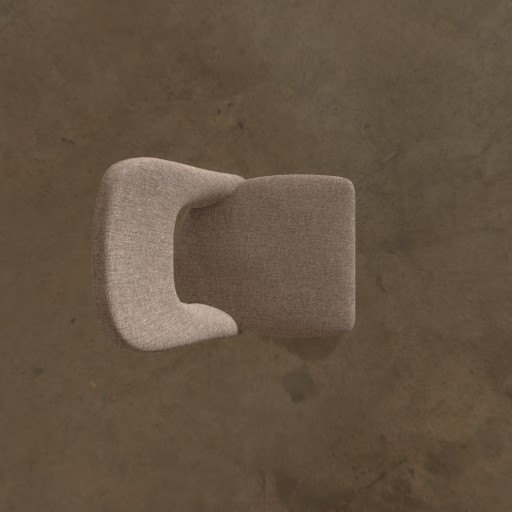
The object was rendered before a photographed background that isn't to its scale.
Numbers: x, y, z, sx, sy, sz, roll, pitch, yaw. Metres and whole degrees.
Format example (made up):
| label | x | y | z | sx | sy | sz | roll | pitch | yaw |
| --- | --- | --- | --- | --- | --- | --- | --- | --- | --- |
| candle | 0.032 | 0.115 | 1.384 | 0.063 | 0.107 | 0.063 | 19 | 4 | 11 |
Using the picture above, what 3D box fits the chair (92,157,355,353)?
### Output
| label | x | y | z | sx | sy | sz | roll | pitch | yaw |
| --- | --- | --- | --- | --- | --- | --- | --- | --- | --- |
| chair | 0.000 | 0.000 | 1.302 | 0.612 | 0.931 | 0.470 | 0 | 90 | 2 |
